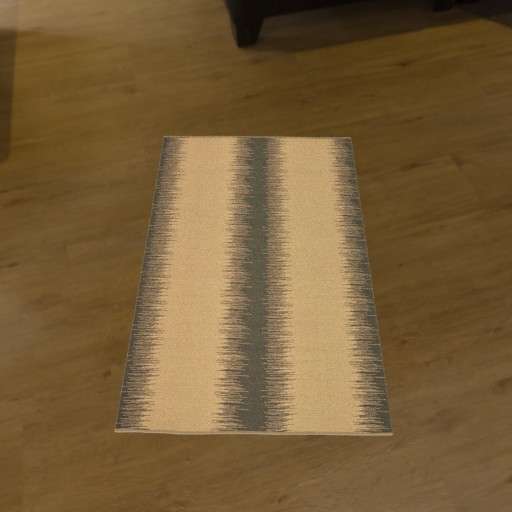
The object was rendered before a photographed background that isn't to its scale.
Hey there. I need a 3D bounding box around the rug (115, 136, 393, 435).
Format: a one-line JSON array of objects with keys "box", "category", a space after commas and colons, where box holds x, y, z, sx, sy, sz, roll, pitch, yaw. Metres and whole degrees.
[{"box": [0.000, 0.000, 2.442, 1.234, 0.006, 1.854, 1, 58, 0], "category": "rug"}]
